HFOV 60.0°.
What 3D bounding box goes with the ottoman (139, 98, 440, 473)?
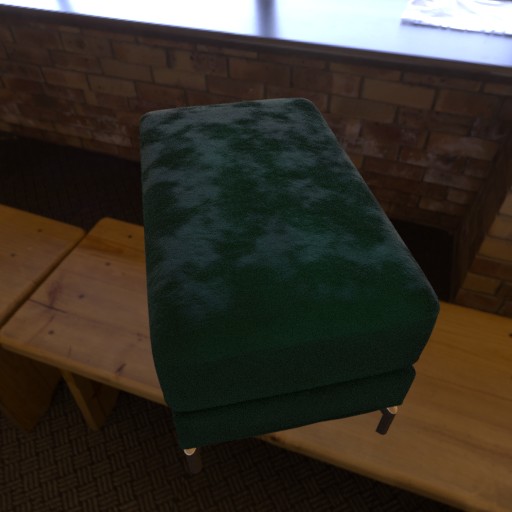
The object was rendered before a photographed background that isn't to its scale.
[{"bbox_3d":[0.000,0.000,1.210,0.536,0.533,0.886,-8,46,-8],"label":"ottoman"}]
